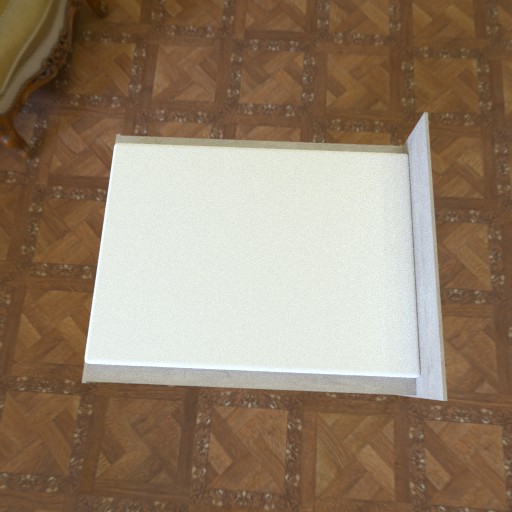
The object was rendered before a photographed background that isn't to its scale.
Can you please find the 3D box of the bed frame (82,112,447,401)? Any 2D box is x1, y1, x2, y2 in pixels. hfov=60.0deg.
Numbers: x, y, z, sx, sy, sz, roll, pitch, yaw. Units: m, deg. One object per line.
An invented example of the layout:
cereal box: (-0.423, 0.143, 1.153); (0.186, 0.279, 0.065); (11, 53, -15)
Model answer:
bed frame: (0.000, 0.000, 2.798); (1.960, 0.800, 1.622); (2, 75, 1)
